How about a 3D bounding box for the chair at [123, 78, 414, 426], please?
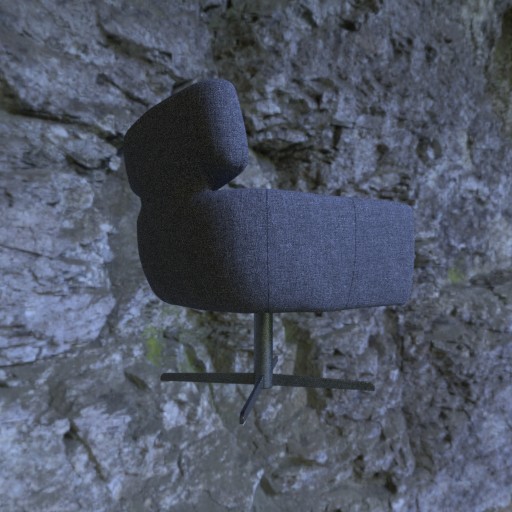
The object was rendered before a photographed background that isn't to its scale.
[{"bbox_3d":[0.000,0.000,1.366,0.715,0.812,0.706,1,-1,-35],"label":"chair"}]
